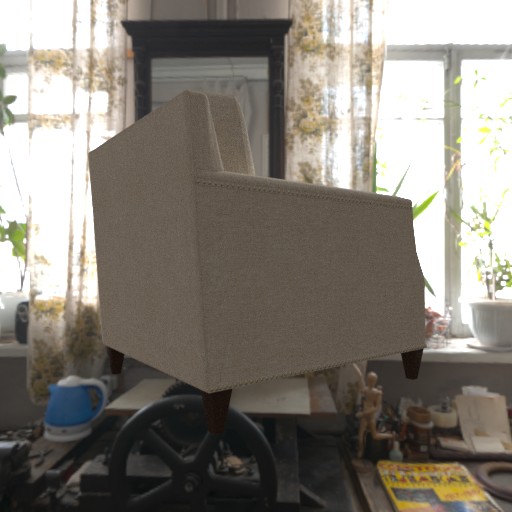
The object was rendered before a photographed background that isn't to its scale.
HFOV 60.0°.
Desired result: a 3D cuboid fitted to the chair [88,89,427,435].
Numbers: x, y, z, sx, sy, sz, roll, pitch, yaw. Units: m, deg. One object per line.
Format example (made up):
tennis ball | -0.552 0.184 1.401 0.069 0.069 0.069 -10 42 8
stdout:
chair | 0.000 0.000 1.726 1.041 0.940 0.838 0 -1 -37
